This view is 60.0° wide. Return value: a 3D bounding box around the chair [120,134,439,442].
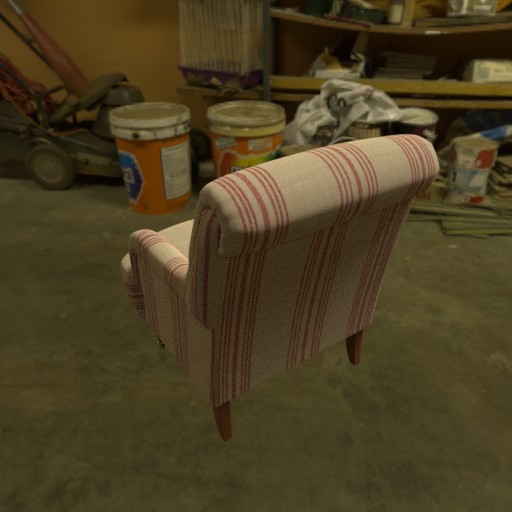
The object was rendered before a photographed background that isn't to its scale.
[{"bbox_3d":[0.000,0.000,1.890,0.933,1.123,1.058,-20,35,-30],"label":"chair"}]
